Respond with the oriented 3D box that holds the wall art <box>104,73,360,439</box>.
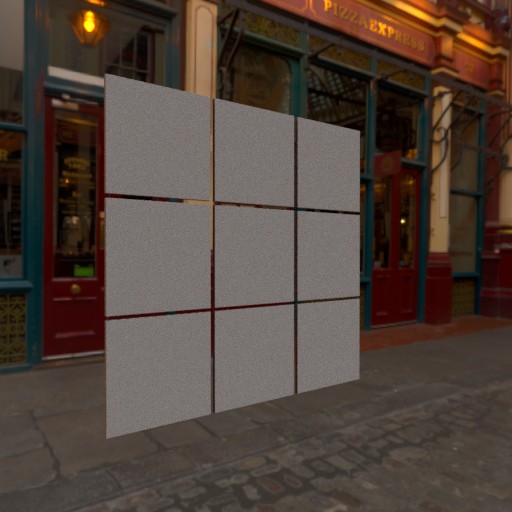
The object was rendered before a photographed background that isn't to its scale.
[{"bbox_3d":[0.000,0.000,1.874,1.256,1.246,0.017,0,1,-35],"label":"wall art"}]
